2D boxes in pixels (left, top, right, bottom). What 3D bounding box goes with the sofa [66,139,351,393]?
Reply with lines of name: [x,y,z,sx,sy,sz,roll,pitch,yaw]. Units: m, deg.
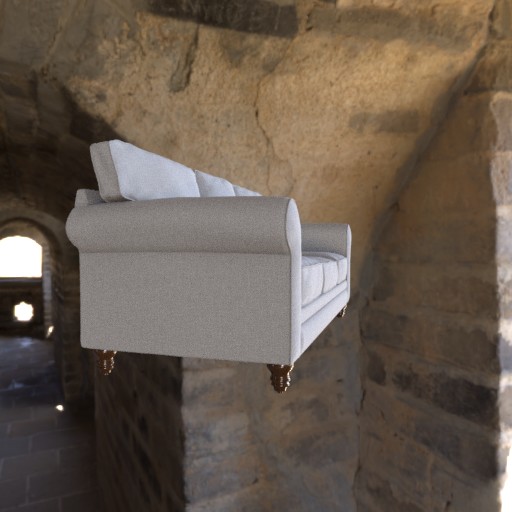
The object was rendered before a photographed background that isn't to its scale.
sofa: [0.000,0.000,2.571,0.916,0.961,2.084,0,1,18]
